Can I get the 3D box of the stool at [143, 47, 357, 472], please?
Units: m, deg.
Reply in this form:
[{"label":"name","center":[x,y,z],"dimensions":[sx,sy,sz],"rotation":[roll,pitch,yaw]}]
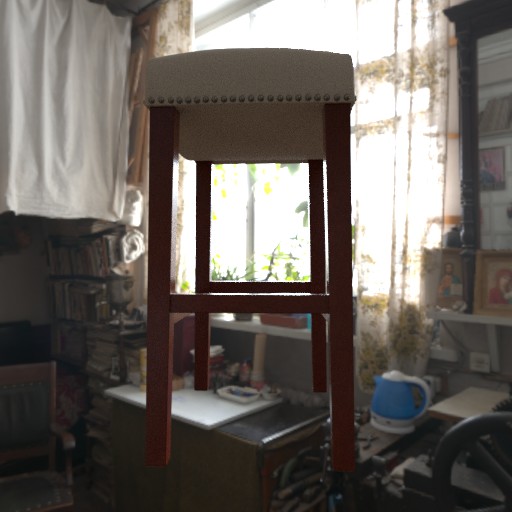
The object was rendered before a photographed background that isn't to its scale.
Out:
[{"label":"stool","center":[0.000,0.000,1.006],"dimensions":[0.372,0.742,0.504],"rotation":[0,0,3]}]
